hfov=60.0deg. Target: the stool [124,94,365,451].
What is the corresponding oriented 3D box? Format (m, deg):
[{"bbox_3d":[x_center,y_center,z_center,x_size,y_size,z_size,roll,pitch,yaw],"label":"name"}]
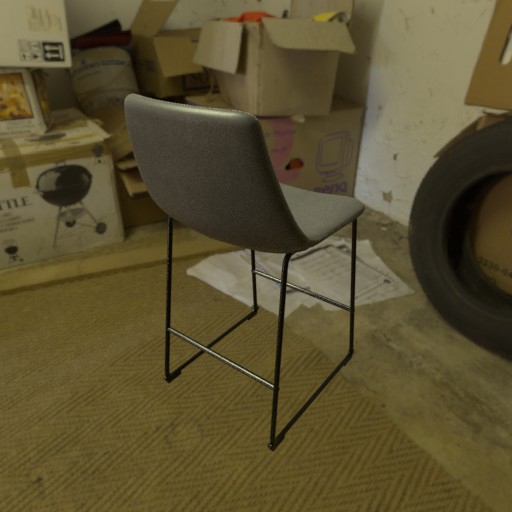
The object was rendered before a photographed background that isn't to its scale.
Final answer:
[{"bbox_3d":[0.000,0.000,1.209,0.470,0.876,0.546,21,35,32],"label":"stool"}]
